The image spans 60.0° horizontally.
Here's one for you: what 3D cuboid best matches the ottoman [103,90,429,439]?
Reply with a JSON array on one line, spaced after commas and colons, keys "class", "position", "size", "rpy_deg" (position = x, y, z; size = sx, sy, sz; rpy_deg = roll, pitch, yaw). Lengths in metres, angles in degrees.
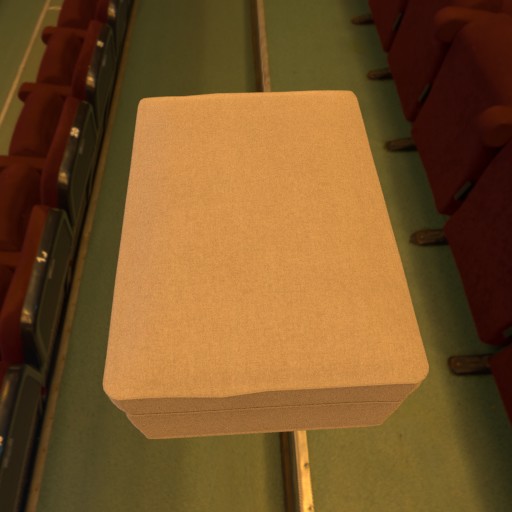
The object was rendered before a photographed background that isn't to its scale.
[{"class": "ottoman", "position": [0.000, 0.000, 1.198], "size": [0.617, 0.503, 0.846], "rpy_deg": [-3, 58, -2]}]
